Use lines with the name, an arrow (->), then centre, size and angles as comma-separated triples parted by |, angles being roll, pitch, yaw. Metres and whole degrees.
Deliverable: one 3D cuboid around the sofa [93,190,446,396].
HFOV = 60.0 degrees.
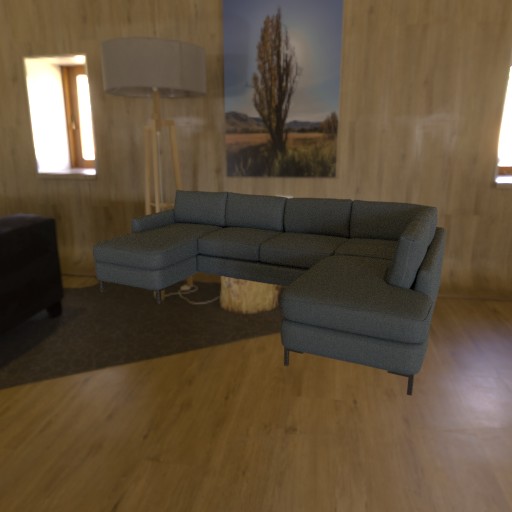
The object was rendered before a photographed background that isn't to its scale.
sofa -> 0.000, 0.000, 3.834 | 2.975, 0.858, 1.984 | 7, 17, 25
